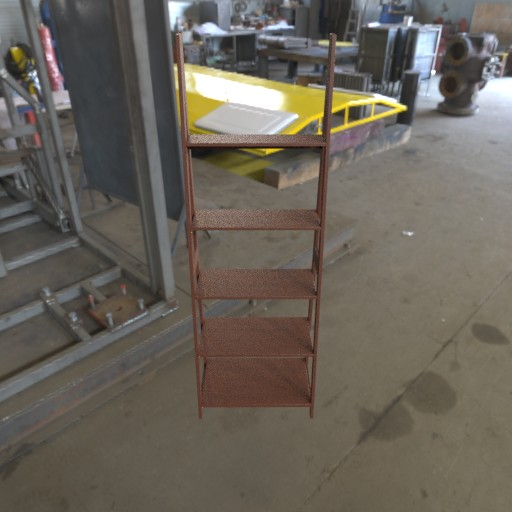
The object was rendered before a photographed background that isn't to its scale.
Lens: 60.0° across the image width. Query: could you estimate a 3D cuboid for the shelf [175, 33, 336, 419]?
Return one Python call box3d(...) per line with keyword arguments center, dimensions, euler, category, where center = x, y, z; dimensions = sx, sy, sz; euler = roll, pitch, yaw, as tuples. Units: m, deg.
box3d(center=(0.000, 0.000, 1.996), dimensions=(0.600, 1.770, 0.350), euler=(0, 31, 0), category="shelf")
